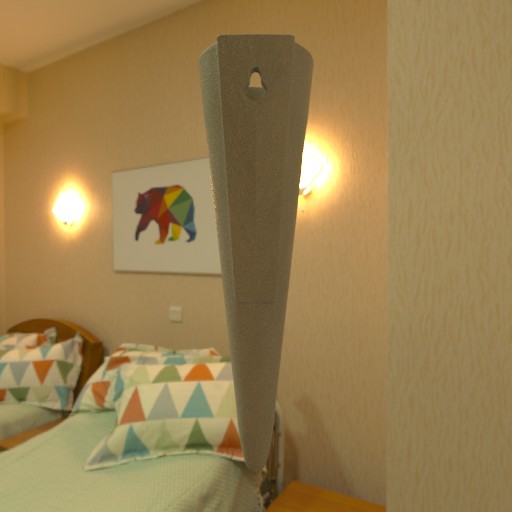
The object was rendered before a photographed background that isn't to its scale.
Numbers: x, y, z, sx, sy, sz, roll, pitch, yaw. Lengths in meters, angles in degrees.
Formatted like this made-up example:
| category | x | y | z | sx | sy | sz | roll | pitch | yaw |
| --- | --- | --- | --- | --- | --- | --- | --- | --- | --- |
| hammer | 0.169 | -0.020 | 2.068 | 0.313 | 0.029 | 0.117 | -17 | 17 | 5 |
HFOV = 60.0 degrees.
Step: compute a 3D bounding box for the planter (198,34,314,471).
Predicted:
| category | x | y | z | sx | sy | sz | roll | pitch | yaw |
| --- | --- | --- | --- | --- | --- | --- | --- | --- | --- |
| planter | 0.000 | 0.000 | 0.223 | 0.057 | 0.191 | 0.064 | 0 | 0 | 0 |
